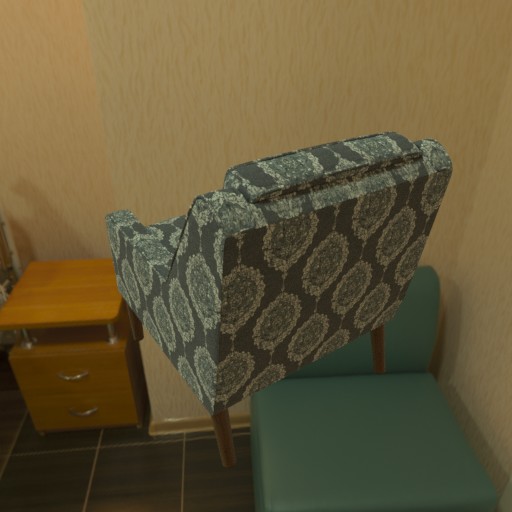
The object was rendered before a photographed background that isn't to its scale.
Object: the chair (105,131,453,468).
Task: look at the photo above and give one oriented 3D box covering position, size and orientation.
[{"bbox_3d":[0.000,0.000,1.319,0.663,0.792,0.743,-19,35,-30],"label":"chair"}]
